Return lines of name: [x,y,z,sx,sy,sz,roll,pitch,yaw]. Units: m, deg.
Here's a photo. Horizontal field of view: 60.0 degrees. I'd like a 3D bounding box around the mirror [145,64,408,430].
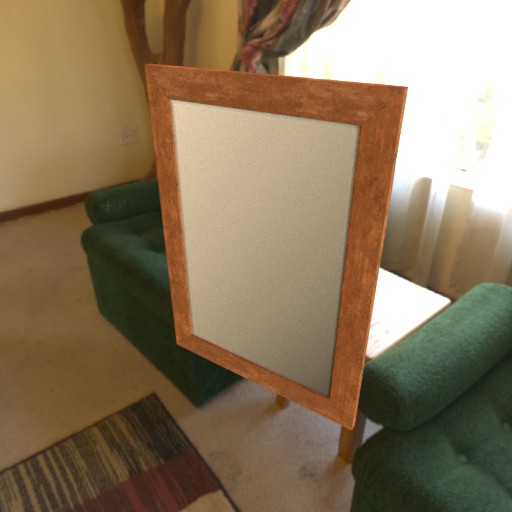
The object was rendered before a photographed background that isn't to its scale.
mirror: [0.000,0.000,1.432,0.796,1.099,0.028,18,34,29]
